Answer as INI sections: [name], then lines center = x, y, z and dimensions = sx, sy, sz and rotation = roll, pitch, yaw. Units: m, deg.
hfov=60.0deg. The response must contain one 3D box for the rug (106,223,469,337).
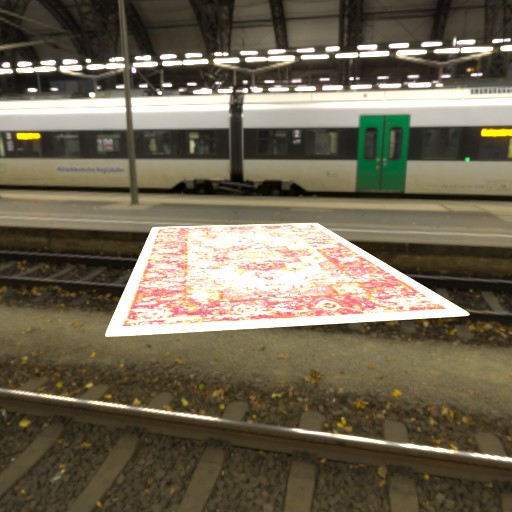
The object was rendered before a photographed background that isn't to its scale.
[rug]
center = 0.000, 0.000, 1.073
dimensions = 0.556, 0.004, 0.868
rotation = -2, 14, -8
